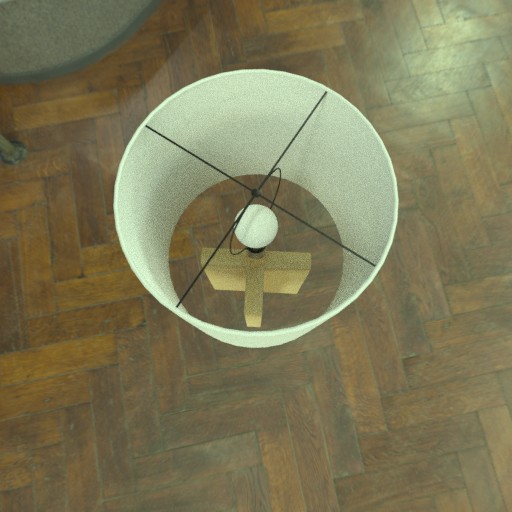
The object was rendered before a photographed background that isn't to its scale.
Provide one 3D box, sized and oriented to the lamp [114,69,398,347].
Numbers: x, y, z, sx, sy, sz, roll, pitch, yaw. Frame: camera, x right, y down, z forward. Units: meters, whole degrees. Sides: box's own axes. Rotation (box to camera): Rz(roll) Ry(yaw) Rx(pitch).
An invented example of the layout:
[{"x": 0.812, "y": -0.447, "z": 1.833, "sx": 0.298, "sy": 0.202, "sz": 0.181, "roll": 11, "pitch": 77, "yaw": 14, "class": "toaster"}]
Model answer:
[{"x": 0.000, "y": 0.000, "z": 0.562, "sx": 0.229, "sy": 0.428, "sz": 0.229, "roll": 3, "pitch": 76, "yaw": 1, "class": "lamp"}]
